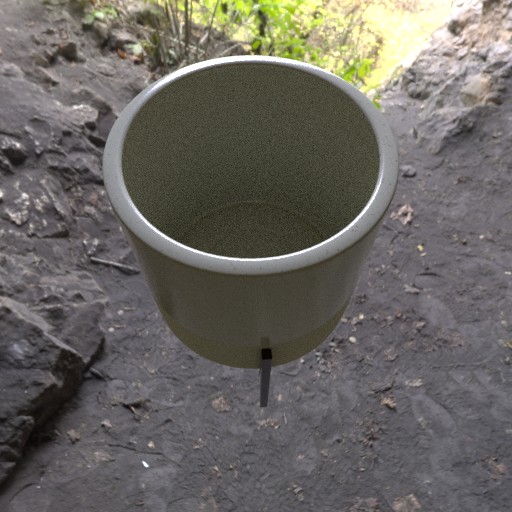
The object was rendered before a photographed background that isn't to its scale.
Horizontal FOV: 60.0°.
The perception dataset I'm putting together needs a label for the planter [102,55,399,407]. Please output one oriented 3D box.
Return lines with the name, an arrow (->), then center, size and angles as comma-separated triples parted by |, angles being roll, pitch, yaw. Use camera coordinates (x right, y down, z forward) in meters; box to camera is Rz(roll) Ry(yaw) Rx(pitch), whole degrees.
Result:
planter -> 0.000, 0.000, 0.329 | 0.159, 0.230, 0.152 | -33, 65, -18
